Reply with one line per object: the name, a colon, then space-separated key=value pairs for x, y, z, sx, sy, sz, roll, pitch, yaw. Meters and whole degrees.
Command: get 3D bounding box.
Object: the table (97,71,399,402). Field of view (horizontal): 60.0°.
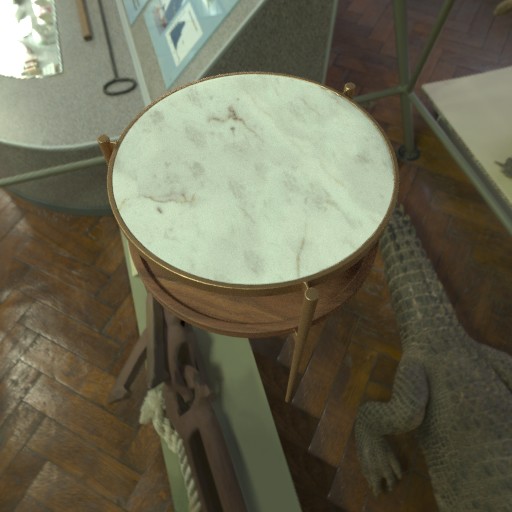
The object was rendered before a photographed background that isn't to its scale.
table: x=0.000 y=0.000 z=0.848 sx=0.430 sy=0.493 sz=0.456 roll=-15 pitch=59 yaw=-9
